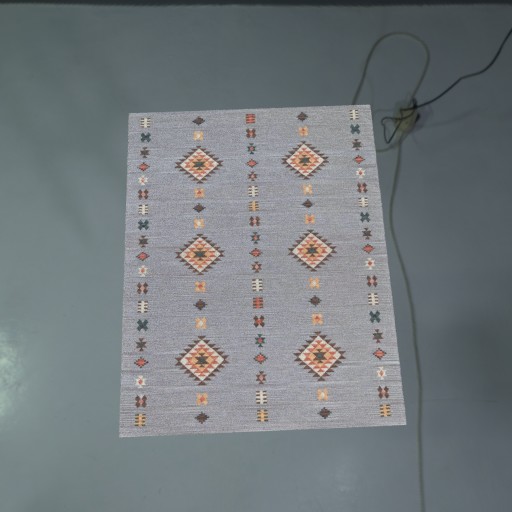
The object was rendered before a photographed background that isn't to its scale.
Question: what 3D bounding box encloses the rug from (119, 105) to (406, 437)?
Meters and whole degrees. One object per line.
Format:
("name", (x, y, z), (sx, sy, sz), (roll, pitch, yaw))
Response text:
("rug", (0.000, 0.000, 4.091), (2.425, 0.008, 3.035), (-2, 76, -1))
